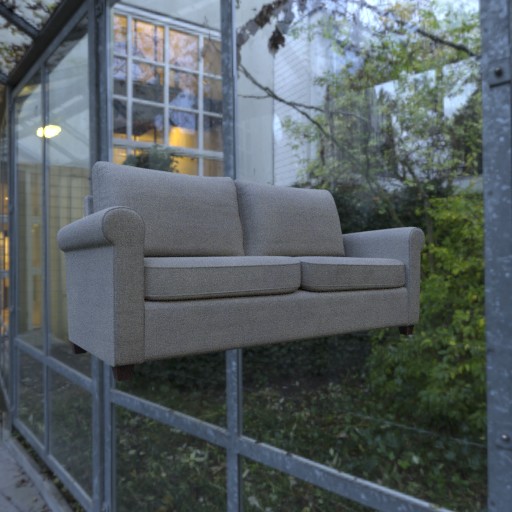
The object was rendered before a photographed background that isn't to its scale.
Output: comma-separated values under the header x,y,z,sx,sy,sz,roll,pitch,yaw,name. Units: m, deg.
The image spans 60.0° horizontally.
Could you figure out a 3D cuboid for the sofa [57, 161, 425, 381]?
x,y,z,sx,sy,sz,roll,pitch,yaw,name
0.000,0.000,2.460,1.935,0.942,0.842,0,-1,-36,sofa
